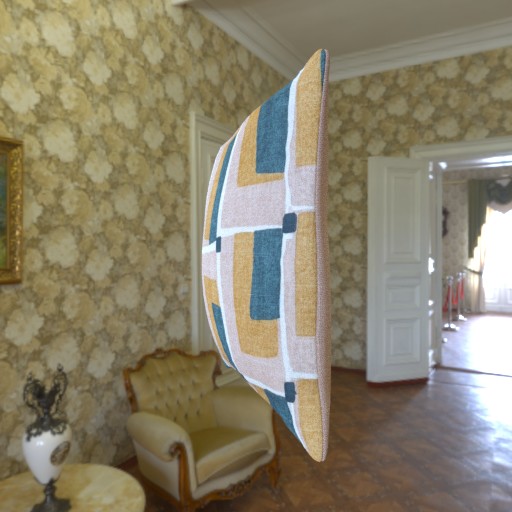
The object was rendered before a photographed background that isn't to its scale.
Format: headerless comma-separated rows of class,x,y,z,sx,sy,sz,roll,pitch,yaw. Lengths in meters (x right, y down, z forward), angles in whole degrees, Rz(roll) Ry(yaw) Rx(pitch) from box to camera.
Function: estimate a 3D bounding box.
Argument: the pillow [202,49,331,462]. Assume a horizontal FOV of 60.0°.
pillow,0.000,0.000,0.727,0.158,0.479,0.478,0,0,-17
